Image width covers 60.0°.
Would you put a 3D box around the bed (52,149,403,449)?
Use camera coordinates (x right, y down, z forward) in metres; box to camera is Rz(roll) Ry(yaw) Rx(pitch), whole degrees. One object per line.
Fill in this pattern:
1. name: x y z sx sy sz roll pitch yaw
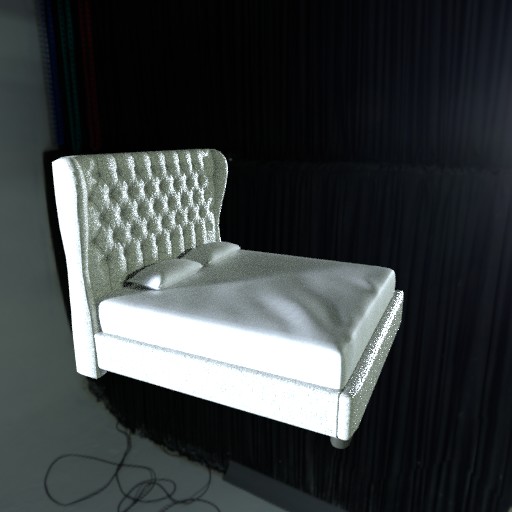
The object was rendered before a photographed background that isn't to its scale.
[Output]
1. bed: 0.000 0.000 3.939 2.347 1.771 2.219 7 17 25
